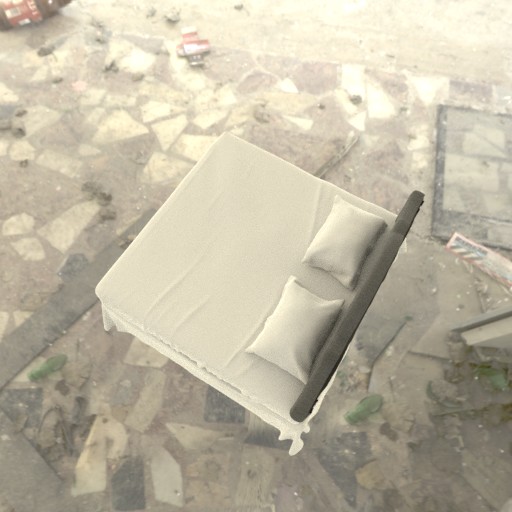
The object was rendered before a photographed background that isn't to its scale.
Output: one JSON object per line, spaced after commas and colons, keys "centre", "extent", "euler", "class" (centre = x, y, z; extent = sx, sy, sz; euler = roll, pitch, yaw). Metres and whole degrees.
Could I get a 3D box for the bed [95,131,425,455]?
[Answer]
{"centre": [0.000, 0.000, 3.757], "extent": [2.222, 1.631, 2.303], "euler": [29, 68, 13], "class": "bed"}
